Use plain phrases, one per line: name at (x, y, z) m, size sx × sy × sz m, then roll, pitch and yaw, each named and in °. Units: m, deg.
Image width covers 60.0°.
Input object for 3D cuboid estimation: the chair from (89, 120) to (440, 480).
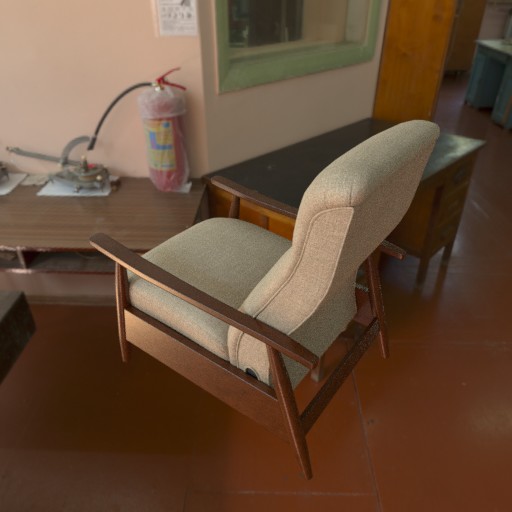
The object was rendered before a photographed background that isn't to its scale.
chair at (0.000, 0.000, 1.712) m, size 1.014 × 1.082 × 0.762 m, roll 21°, pitch 38°, yaw 30°
